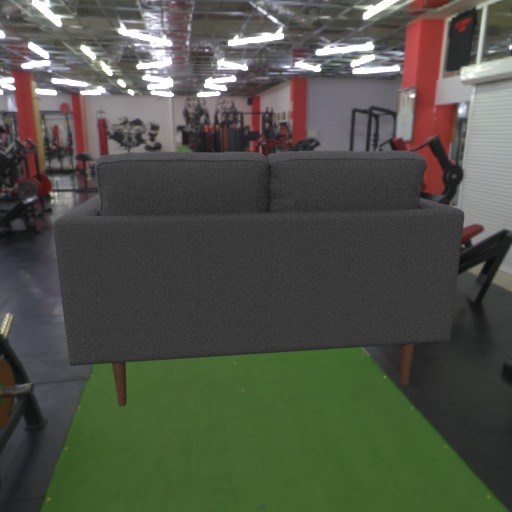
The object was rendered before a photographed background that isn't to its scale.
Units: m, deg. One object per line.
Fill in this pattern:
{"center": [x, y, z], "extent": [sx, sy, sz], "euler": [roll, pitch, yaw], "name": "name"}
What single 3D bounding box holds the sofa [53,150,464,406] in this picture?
{"center": [0.000, 0.000, 1.934], "extent": [1.430, 0.908, 0.796], "euler": [-2, 15, -7], "name": "sofa"}
